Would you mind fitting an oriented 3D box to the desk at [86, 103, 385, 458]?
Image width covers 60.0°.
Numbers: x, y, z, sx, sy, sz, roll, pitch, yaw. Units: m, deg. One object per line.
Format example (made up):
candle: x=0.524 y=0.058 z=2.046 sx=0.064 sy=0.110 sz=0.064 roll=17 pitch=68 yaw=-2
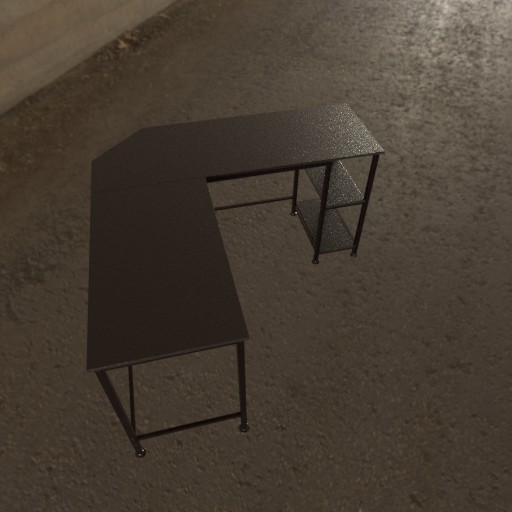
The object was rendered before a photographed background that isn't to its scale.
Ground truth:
desk: x=0.000 y=0.000 z=2.168 sx=1.379 sy=0.739 sz=1.379 roll=-10 pitch=47 yaw=-9
